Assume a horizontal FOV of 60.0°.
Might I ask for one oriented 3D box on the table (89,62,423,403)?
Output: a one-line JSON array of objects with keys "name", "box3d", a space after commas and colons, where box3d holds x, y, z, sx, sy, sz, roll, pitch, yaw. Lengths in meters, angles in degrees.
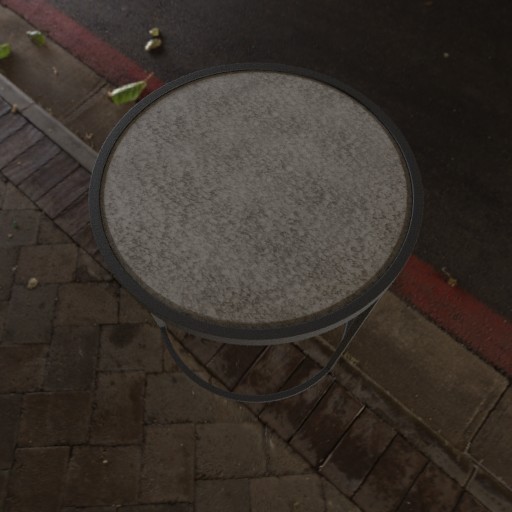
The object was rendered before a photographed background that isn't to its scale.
[{"name": "table", "box3d": [0.000, 0.000, 0.852, 0.470, 0.498, 0.470, 0, 64, 0]}]
